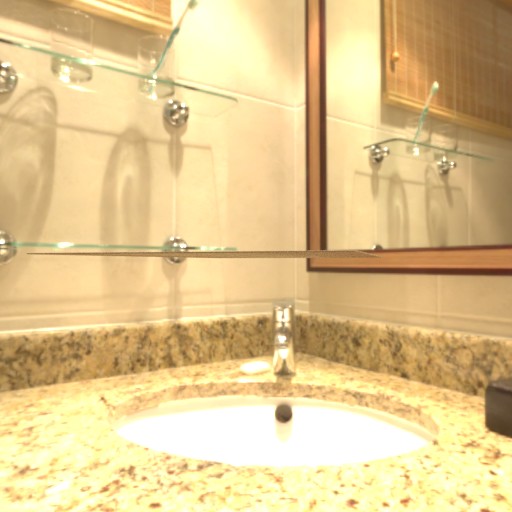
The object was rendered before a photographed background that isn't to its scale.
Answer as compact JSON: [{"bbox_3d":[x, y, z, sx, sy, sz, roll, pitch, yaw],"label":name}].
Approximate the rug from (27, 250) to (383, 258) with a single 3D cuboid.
[{"bbox_3d":[0.000,0.000,2.368,1.234,0.006,1.850,0,-1,18],"label":"rug"}]
